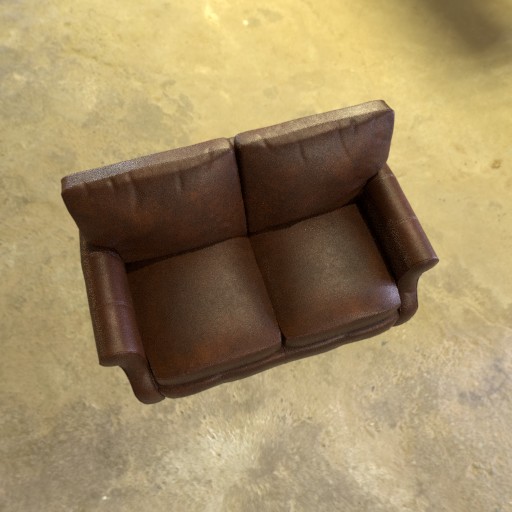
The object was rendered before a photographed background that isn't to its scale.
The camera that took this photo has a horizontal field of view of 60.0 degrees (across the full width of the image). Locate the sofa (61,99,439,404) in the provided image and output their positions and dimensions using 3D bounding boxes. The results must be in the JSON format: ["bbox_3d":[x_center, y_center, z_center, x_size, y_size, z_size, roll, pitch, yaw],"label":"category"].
[{"bbox_3d":[0.000,0.000,2.198,1.616,0.976,0.990,-16,65,-8],"label":"sofa"}]
